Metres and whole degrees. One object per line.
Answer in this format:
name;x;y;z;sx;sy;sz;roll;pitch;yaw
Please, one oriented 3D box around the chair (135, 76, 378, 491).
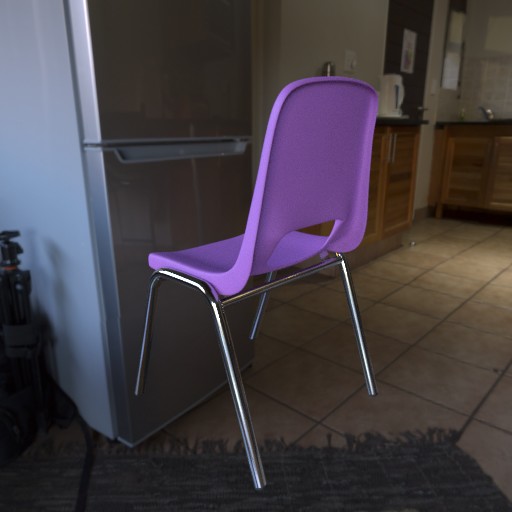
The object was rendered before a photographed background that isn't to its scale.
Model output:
chair;0.000;0.000;0.678;0.301;0.493;0.291;16;24;42
